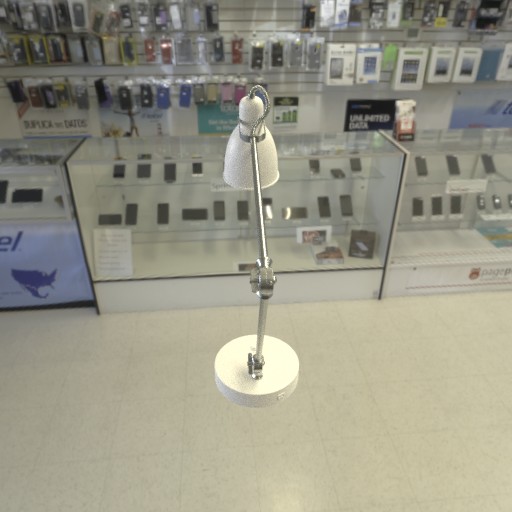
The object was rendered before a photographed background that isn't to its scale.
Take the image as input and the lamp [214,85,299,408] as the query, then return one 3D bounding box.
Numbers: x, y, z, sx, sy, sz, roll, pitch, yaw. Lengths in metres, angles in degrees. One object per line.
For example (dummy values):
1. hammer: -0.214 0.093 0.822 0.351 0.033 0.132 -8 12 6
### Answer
1. lamp: 0.000 0.000 0.879 0.187 0.587 0.561 -2 30 -3
